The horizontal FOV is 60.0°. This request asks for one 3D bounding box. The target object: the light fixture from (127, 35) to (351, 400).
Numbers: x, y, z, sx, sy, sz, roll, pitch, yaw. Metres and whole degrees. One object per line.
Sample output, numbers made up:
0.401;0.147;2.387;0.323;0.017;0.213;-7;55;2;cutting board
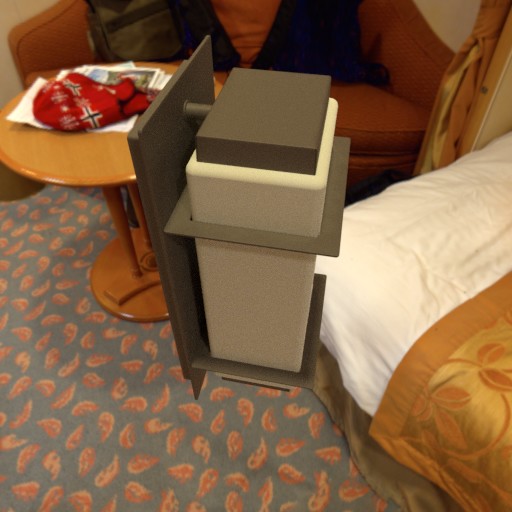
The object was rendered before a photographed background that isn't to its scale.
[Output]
0.000;0.000;0.429;0.146;0.347;0.153;8;47;8;light fixture
